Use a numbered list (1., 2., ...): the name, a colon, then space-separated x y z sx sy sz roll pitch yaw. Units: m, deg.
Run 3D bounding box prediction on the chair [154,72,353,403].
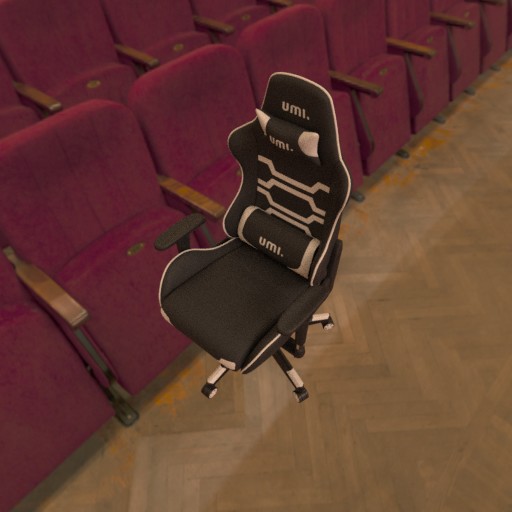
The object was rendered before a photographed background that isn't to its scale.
1. chair: 0.000 0.000 1.677 0.700 1.240 0.700 31 53 27
